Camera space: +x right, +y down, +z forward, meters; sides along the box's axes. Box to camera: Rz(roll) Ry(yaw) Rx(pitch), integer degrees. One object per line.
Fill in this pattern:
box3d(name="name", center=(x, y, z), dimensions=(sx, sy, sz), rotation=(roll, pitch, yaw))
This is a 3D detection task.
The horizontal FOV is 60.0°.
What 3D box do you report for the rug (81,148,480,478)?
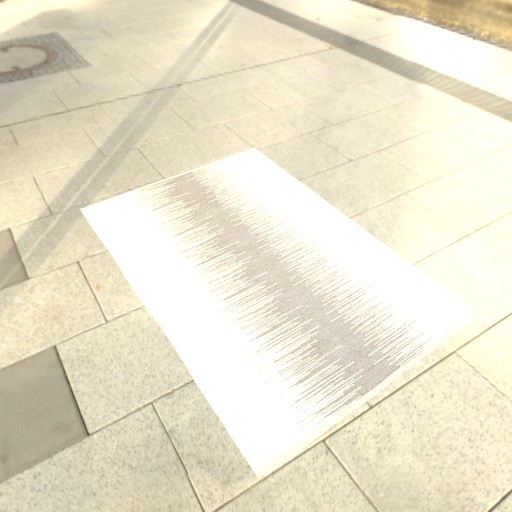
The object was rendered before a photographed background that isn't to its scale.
box3d(name="rug", center=(0.000, 0.000, 2.284), dimensions=(1.226, 0.007, 1.815), rotation=(-25, 49, -24))
